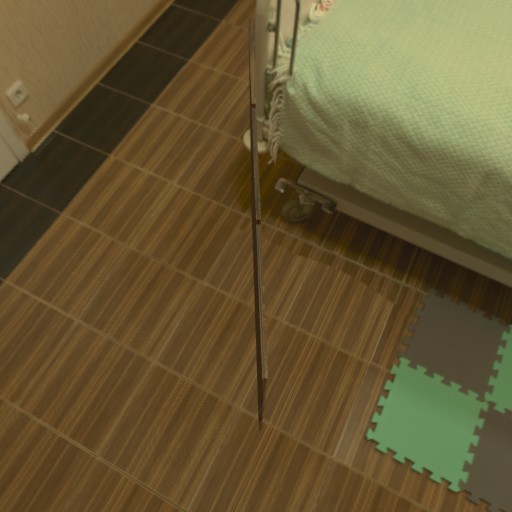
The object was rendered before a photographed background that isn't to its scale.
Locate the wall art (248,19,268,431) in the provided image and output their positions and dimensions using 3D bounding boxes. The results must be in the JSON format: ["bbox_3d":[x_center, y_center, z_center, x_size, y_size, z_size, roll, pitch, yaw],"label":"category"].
[{"bbox_3d":[0.000,0.000,1.791,0.013,1.213,1.215,-2,63,-1],"label":"wall art"}]
